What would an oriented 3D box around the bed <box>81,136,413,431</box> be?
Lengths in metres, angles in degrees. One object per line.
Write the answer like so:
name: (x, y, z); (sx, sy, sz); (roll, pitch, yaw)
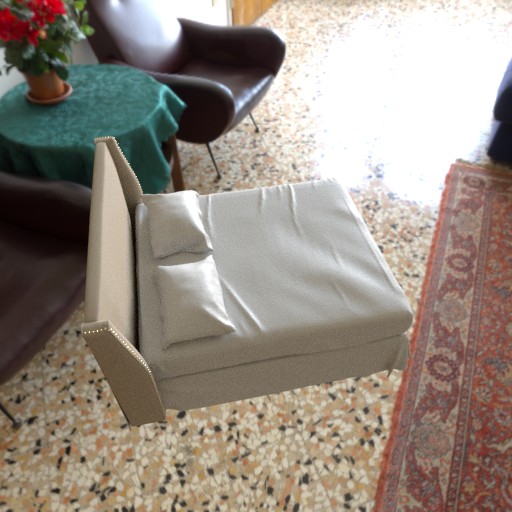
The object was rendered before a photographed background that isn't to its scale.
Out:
bed: (0.000, 0.000, 3.555); (2.276, 1.332, 1.925); (-9, 48, -8)
